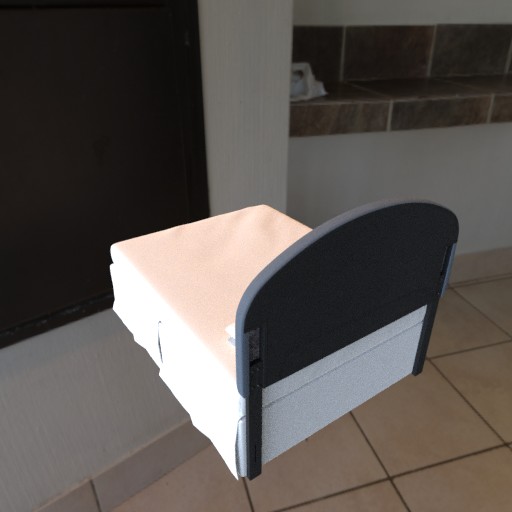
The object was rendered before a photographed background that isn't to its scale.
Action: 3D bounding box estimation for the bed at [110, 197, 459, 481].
[{"bbox_3d":[0.000,0.000,3.108,1.607,1.410,2.005,-18,34,-30],"label":"bed"}]
